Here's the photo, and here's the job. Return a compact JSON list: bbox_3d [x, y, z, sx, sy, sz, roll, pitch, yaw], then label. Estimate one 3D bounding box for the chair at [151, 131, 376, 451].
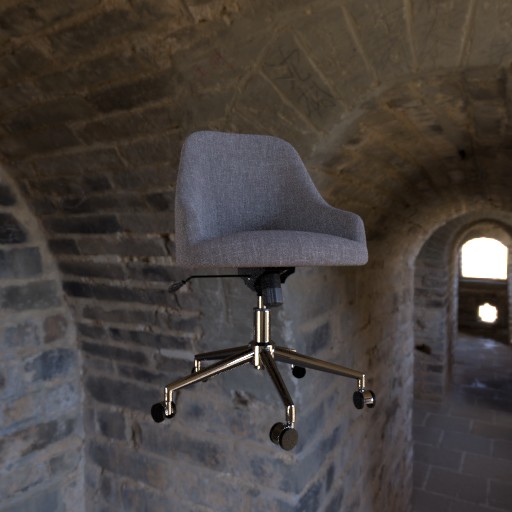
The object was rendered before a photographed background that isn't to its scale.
[{"bbox_3d":[0.000,0.000,1.426,0.671,0.950,0.712,0,1,-17],"label":"chair"}]
